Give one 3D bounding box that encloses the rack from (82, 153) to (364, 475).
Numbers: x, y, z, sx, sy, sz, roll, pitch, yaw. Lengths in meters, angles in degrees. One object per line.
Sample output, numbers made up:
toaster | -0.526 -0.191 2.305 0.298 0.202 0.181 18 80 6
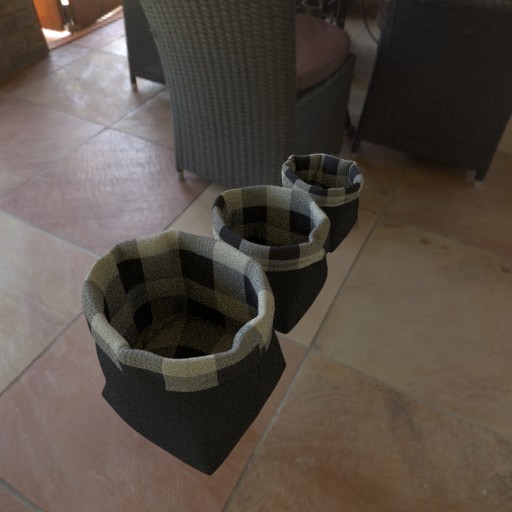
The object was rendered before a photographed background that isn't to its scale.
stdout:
rack | 0.000 0.000 1.078 0.370 0.329 0.889 24 51 21
